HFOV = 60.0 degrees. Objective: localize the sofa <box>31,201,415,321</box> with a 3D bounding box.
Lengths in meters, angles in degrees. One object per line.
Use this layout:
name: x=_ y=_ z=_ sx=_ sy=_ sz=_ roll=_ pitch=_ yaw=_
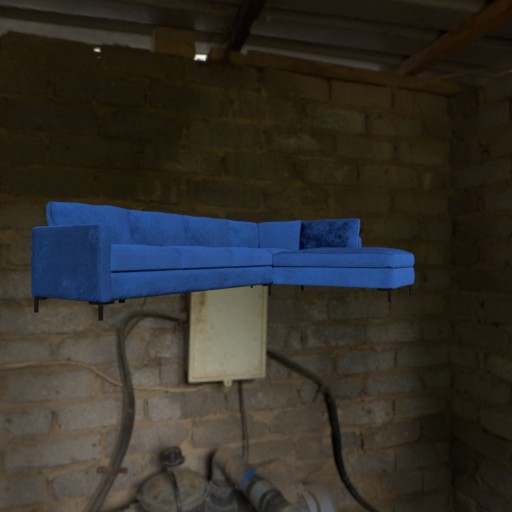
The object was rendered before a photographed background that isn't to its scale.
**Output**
sofa: x=0.000 y=0.000 z=3.256 sx=1.707 sy=0.687 sz=2.486 roll=0 pitch=0 yaw=33
